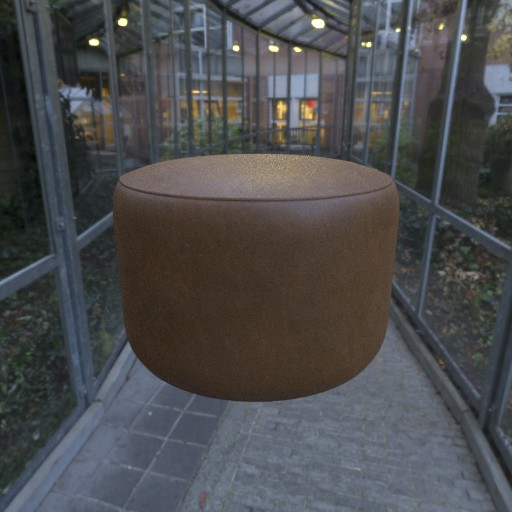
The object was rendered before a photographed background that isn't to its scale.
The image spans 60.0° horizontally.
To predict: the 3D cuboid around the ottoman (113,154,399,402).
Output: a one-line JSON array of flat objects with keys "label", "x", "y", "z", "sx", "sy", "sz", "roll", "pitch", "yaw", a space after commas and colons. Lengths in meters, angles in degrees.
[{"label": "ottoman", "x": 0.000, "y": 0.000, "z": 1.019, "sx": 0.607, "sy": 0.438, "sz": 0.607, "roll": 0, "pitch": 18, "yaw": 0}]
